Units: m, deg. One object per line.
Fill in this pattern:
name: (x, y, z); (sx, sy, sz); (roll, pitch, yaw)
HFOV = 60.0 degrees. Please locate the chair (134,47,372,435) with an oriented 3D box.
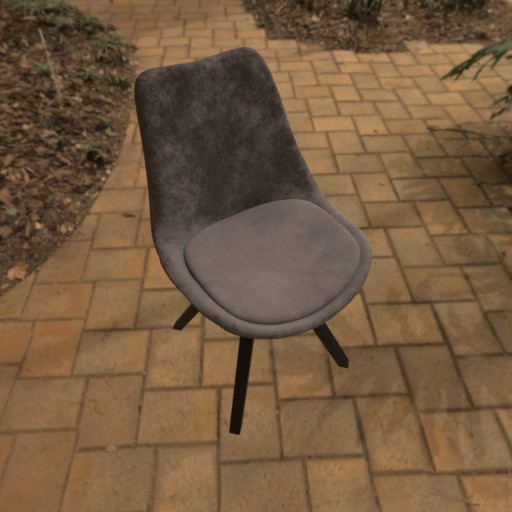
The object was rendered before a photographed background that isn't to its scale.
chair: (0.000, 0.000, 1.164); (0.485, 0.850, 0.550); (-24, 51, -22)
